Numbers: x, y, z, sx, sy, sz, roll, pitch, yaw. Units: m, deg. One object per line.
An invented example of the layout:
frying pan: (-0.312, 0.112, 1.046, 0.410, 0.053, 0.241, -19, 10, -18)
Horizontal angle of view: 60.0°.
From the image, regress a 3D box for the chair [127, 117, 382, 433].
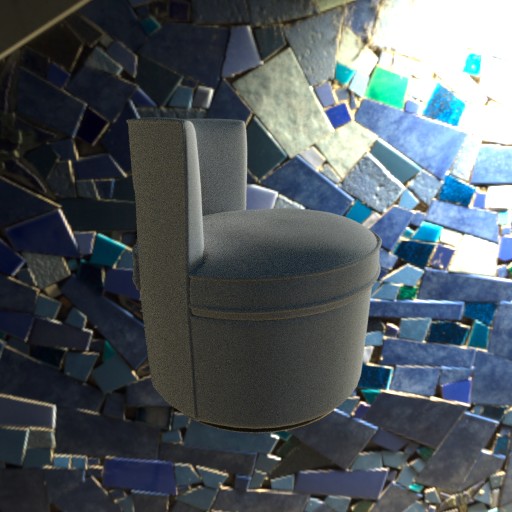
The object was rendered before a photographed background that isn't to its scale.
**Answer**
chair: (0.000, 0.000, 1.218, 0.665, 0.723, 0.650, 3, 17, 9)
